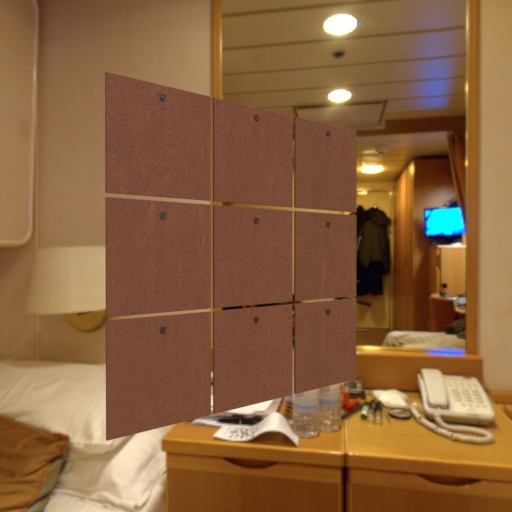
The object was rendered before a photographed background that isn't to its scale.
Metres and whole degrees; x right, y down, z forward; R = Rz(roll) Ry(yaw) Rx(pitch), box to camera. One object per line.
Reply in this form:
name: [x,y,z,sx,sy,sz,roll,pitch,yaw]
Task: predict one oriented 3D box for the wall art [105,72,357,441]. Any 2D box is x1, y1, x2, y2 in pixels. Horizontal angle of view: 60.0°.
wall art: [0.000,0.000,2.277,1.526,1.522,0.023,0,1,-36]
